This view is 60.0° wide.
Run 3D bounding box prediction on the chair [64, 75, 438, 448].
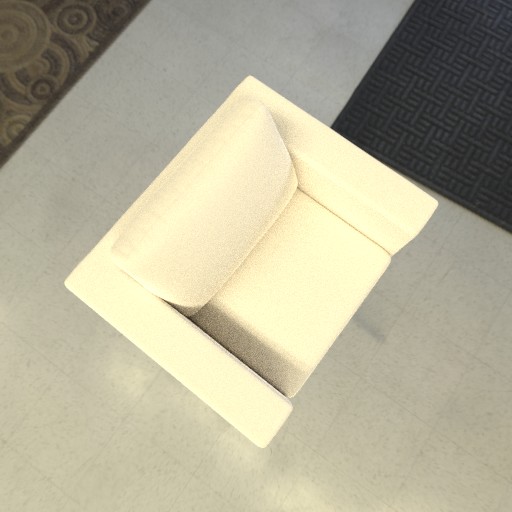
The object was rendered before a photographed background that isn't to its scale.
[{"bbox_3d":[0.000,0.000,1.849,0.957,0.878,1.150,37,79,9],"label":"chair"}]
